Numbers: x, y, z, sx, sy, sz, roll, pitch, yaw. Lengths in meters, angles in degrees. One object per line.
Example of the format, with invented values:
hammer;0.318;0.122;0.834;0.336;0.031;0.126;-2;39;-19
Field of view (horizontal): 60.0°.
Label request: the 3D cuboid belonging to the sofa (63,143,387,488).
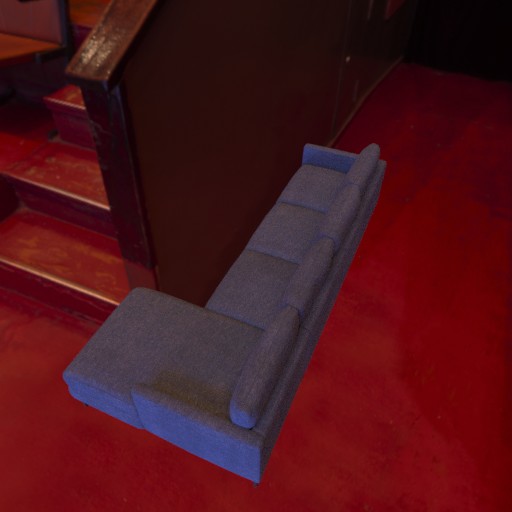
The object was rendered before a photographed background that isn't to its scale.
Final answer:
sofa;0.000;0.000;3.469;1.350;0.810;2.932;18;47;17
